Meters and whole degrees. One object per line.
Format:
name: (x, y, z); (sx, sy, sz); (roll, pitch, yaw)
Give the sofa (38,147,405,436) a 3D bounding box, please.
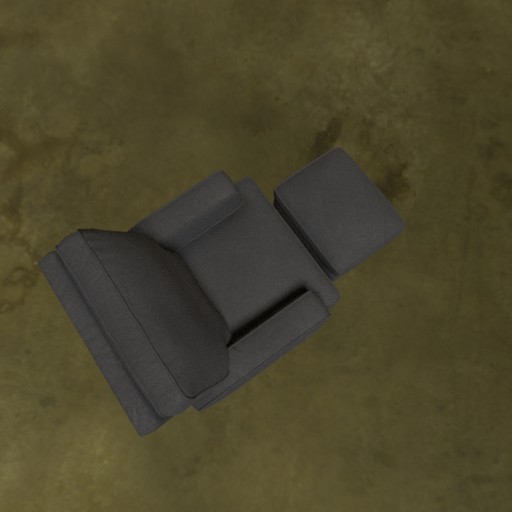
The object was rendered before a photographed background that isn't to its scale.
sofa: (0.000, 0.000, 2.018); (1.472, 0.959, 0.861); (-34, 77, -9)
